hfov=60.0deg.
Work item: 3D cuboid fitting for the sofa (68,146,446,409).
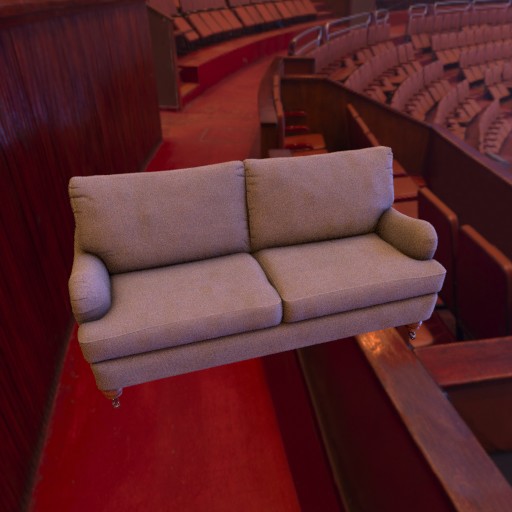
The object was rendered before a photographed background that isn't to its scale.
[{"bbox_3d":[0.000,0.000,2.851,2.193,1.096,1.069,-9,33,-14],"label":"sofa"}]
